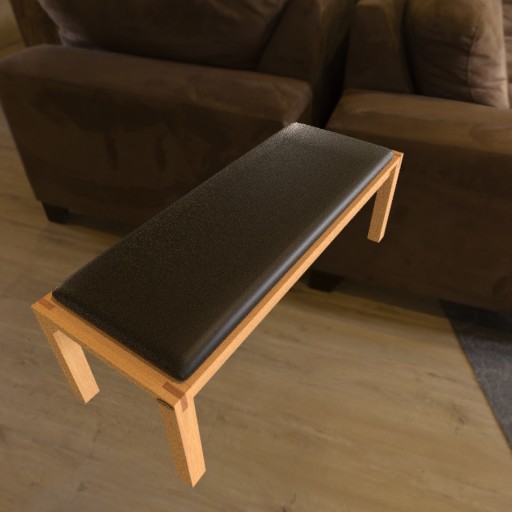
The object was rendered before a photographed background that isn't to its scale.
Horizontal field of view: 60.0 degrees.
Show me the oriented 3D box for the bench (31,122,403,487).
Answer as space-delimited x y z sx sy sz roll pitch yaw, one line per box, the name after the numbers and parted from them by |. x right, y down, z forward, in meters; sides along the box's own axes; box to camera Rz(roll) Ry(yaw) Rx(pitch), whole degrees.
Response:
0.000 0.000 1.416 0.450 0.430 1.202 25 47 25 | bench
